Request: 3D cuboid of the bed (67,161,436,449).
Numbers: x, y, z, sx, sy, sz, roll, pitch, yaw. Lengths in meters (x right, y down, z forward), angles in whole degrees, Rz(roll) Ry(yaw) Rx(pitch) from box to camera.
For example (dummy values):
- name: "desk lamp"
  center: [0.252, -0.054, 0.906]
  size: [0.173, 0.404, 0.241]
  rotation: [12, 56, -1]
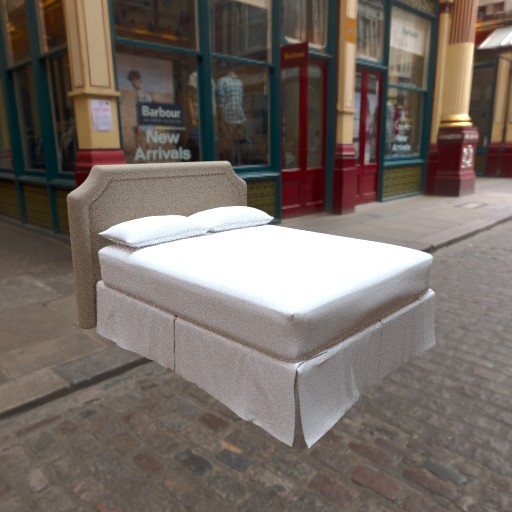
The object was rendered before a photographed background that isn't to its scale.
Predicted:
- name: "bed"
  center: [0.000, 0.000, 3.294]
  size: [2.204, 1.301, 1.828]
  rotation: [13, 19, 42]
